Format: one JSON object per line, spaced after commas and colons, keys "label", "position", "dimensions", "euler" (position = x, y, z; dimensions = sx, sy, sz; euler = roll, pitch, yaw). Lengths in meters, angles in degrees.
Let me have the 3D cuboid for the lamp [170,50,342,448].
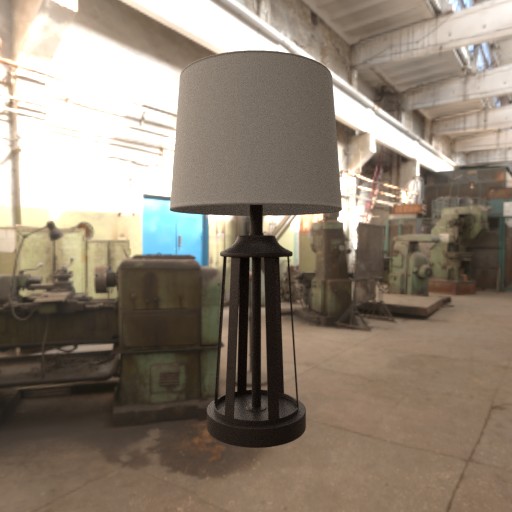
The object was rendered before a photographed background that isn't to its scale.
{"label": "lamp", "position": [0.000, 0.000, 0.658], "dimensions": [0.251, 0.509, 0.251], "euler": [0, 2, 0]}
